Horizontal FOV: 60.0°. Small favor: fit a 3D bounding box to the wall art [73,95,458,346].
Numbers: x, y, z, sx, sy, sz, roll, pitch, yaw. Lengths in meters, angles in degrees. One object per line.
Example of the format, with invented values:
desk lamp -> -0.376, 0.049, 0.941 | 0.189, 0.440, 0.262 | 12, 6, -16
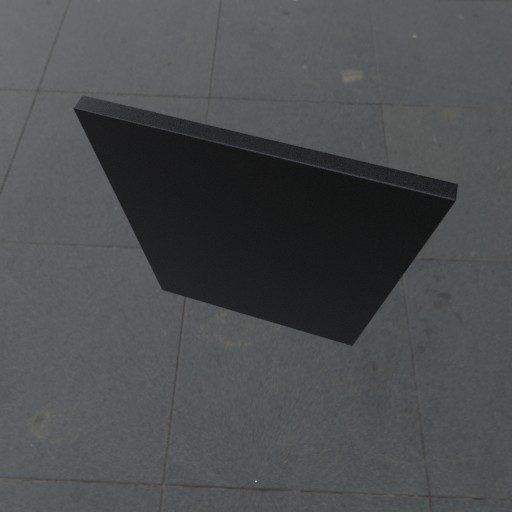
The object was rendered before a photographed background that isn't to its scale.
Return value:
wall art -> 0.000, 0.000, 1.594 | 0.950, 1.194, 0.053 | 15, 64, 8
